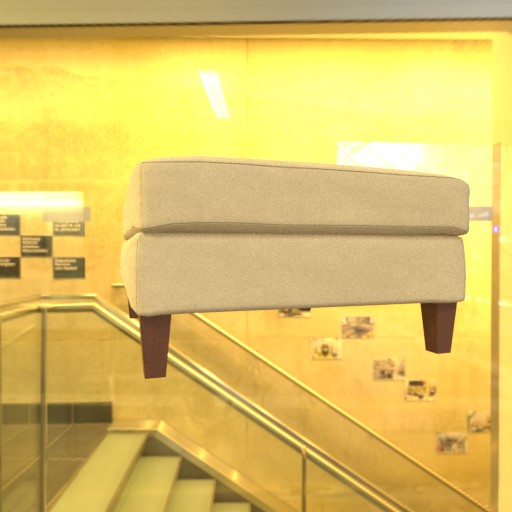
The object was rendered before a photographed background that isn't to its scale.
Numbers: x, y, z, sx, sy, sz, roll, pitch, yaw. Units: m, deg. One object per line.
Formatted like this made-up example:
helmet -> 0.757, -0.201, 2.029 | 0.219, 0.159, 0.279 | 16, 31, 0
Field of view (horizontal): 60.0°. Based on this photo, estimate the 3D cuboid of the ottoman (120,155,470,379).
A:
ottoman -> 0.000, 0.000, 1.447 | 0.836, 0.492, 1.002 | 0, 1, -18
